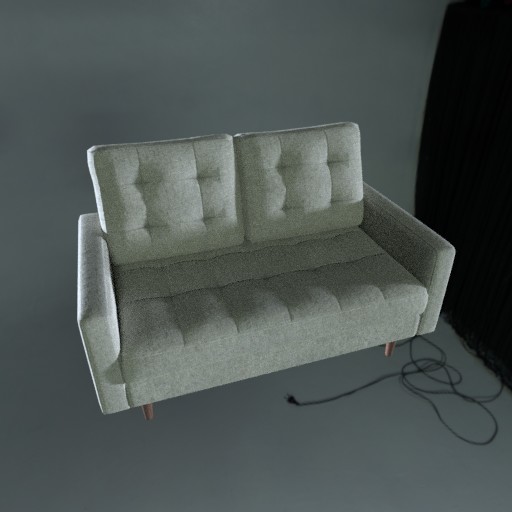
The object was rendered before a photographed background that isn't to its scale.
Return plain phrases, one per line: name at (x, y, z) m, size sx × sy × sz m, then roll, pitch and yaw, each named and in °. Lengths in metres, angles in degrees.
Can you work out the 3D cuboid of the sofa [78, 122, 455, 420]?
sofa at (0.000, 0.000, 1.903) m, size 1.407 × 0.907 × 0.842 m, roll -10°, pitch 33°, yaw -16°
